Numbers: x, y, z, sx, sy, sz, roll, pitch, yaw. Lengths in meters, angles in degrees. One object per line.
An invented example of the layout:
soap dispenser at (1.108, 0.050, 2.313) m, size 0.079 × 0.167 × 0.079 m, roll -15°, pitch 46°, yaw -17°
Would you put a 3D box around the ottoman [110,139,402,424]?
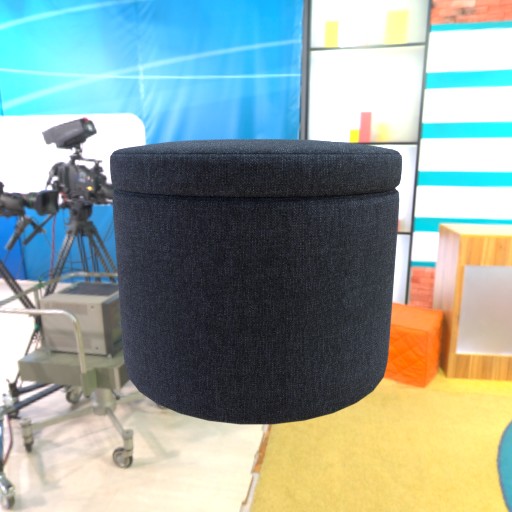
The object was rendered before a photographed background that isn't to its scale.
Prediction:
ottoman at (0.000, 0.000, 0.834) m, size 0.500 × 0.419 × 0.500 m, roll 0°, pitch 13°, yaw 0°
